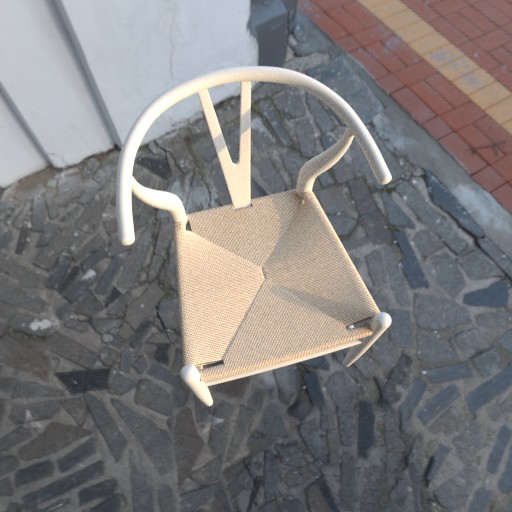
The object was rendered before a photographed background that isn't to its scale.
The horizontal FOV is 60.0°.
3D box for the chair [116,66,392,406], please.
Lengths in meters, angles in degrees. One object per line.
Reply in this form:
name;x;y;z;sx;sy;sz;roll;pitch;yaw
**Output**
chair;0.000;0.000;1.164;0.569;0.730;0.579;-14;65;-7
